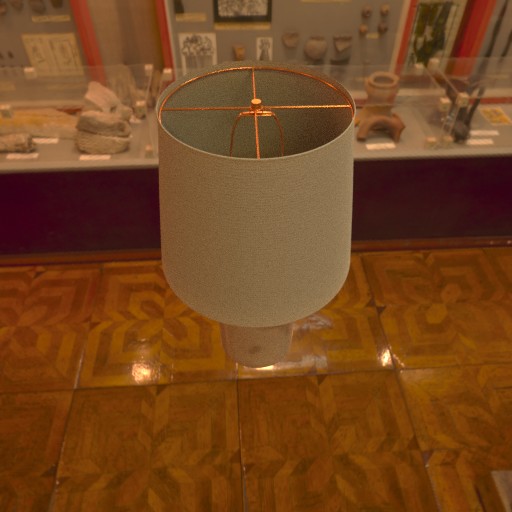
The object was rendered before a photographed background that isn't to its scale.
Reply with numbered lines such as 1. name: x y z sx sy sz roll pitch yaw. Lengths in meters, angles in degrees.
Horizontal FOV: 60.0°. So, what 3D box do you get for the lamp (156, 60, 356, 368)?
1. lamp: 0.000 0.000 0.458 0.189 0.340 0.189 0 47 0
